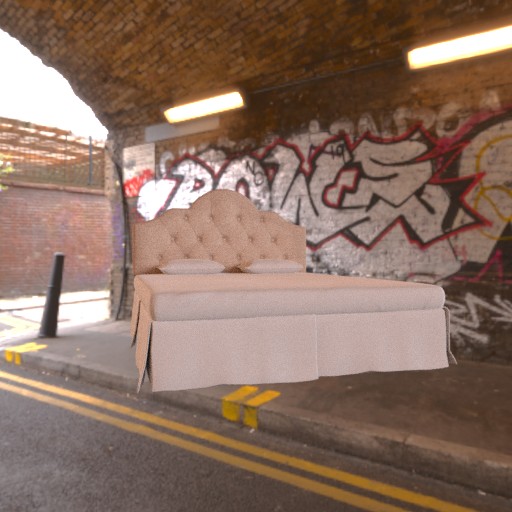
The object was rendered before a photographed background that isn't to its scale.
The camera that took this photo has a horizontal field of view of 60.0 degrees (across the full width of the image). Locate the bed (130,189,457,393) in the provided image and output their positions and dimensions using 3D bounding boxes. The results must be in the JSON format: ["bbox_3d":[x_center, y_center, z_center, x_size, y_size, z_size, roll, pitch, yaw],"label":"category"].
[{"bbox_3d":[0.000,0.000,3.049,1.667,1.194,1.970,0,0,-17],"label":"bed"}]
